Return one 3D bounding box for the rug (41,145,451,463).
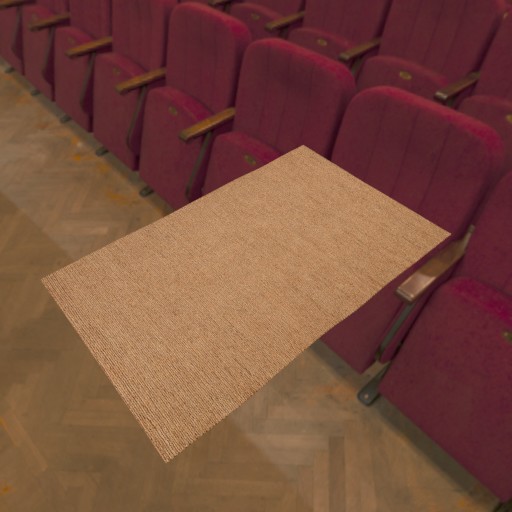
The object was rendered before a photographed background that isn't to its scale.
[{"bbox_3d":[0.000,0.000,3.074,2.439,0.011,1.533,-32,55,-26],"label":"rug"}]
